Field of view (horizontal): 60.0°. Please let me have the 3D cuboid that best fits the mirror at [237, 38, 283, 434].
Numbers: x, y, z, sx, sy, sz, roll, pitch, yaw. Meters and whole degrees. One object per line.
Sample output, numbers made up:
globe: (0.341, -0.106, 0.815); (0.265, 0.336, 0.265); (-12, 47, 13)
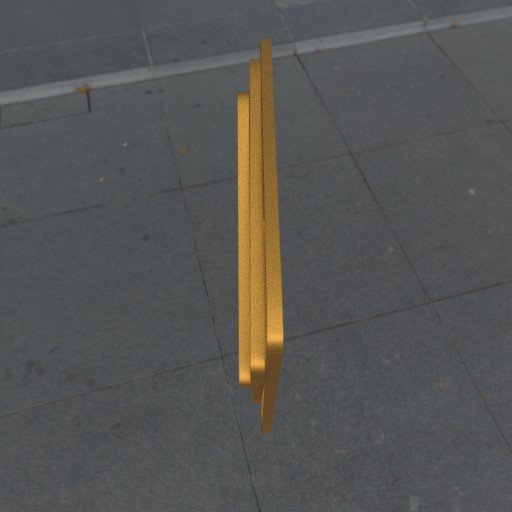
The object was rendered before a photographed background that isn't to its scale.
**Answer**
mirror: (0.000, 0.000, 0.700); (0.045, 0.468, 0.470); (0, 59, 0)
